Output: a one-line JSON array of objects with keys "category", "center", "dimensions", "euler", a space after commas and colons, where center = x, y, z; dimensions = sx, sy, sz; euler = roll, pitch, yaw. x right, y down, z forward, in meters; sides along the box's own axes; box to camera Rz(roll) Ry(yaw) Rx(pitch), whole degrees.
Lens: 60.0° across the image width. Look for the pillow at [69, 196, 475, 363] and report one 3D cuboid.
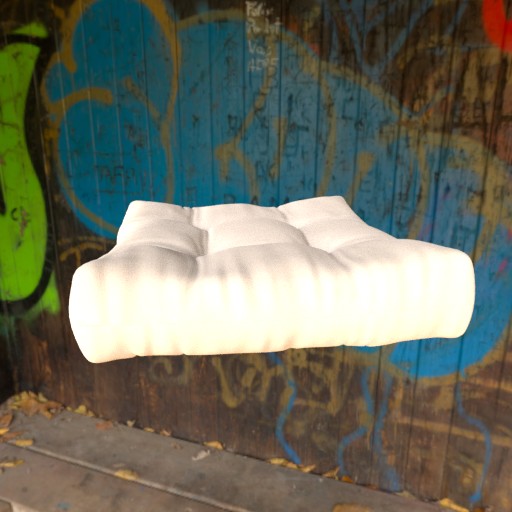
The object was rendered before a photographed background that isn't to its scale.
[{"category": "pillow", "center": [0.000, 0.000, 0.708], "dimensions": [0.468, 0.128, 0.490], "euler": [-2, 16, -8]}]
